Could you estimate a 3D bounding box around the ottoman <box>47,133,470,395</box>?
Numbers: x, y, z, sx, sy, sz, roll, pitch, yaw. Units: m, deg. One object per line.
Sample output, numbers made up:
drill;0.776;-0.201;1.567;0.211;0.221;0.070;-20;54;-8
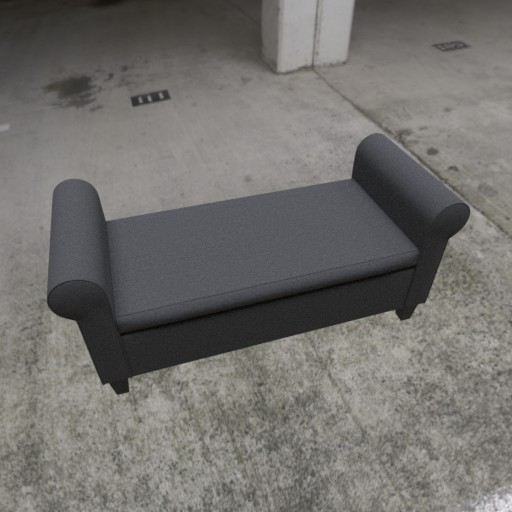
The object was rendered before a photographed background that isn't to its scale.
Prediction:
ottoman;0.000;0.000;1.570;1.256;0.547;0.521;-12;42;-13
